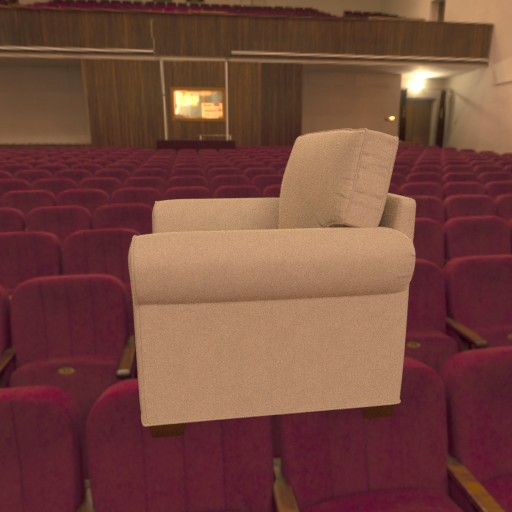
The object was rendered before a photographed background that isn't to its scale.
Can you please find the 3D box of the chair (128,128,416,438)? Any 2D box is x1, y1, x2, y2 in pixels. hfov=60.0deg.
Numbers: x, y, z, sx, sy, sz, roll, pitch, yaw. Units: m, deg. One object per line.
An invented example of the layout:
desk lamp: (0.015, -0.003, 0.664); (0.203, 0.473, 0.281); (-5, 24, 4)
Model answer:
chair: (0.000, 0.000, 1.754); (0.863, 0.955, 1.040); (-2, 14, -8)
